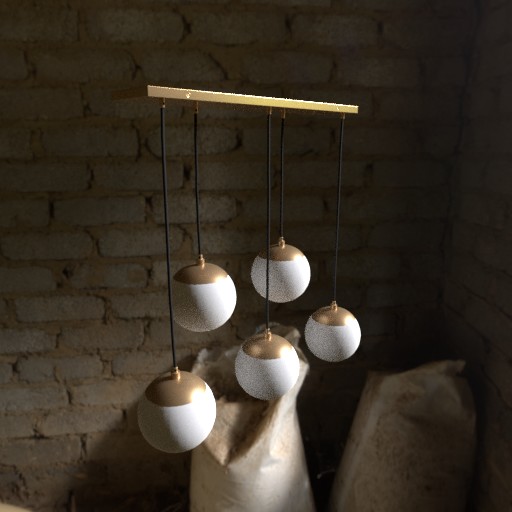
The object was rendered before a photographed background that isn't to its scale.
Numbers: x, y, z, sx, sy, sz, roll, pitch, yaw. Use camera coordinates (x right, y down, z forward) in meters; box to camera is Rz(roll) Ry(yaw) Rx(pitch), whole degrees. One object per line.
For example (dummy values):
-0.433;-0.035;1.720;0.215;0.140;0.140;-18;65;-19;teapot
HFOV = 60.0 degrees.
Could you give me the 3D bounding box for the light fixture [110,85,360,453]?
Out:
0.000;0.000;1.308;0.863;0.869;0.299;-14;20;-43;light fixture
